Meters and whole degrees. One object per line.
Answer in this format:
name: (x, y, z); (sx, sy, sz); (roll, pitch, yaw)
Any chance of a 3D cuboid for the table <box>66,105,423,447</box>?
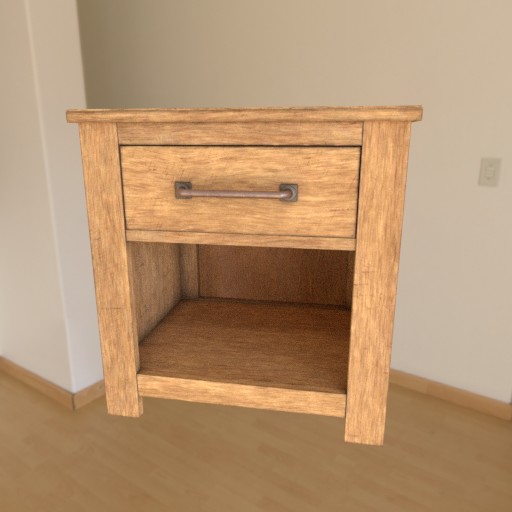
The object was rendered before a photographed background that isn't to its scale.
table: (0.000, 0.000, 1.023); (0.601, 0.625, 0.494); (3, 15, 10)
